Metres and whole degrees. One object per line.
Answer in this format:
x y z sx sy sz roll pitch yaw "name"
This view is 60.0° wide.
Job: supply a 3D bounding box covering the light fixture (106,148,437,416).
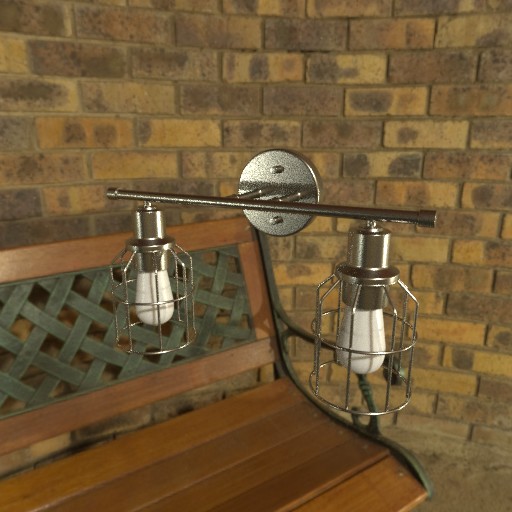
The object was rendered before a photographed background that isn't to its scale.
0.000 0.000 0.548 0.406 0.254 0.165 8 18 25 "light fixture"
